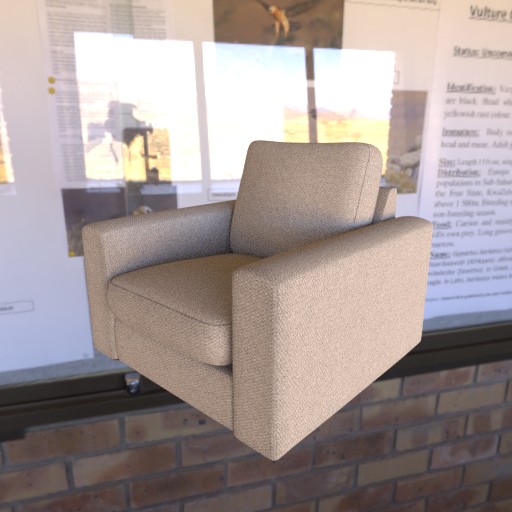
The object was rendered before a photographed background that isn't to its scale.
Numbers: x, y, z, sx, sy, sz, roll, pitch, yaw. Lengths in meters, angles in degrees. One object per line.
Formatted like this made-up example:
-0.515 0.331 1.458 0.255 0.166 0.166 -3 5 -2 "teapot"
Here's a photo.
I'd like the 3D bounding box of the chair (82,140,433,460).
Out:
0.000 0.000 1.759 1.005 0.873 1.016 14 21 40 "chair"
